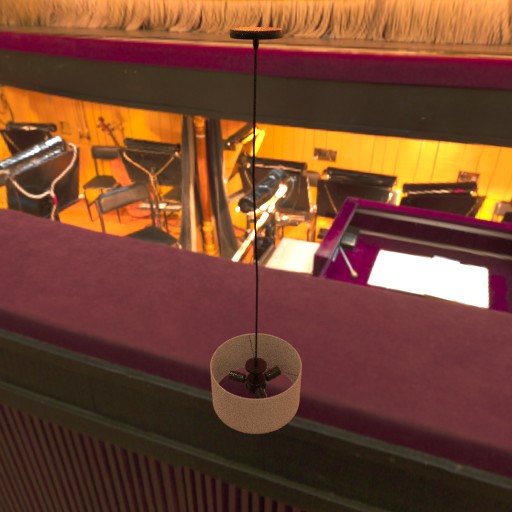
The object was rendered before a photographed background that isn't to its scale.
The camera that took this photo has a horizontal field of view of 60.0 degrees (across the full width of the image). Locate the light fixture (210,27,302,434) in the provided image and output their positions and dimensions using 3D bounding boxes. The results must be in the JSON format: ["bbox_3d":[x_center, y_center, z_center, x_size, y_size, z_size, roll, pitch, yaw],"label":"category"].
[{"bbox_3d":[0.000,0.000,1.659,0.399,1.516,0.399,0,31,0],"label":"light fixture"}]
